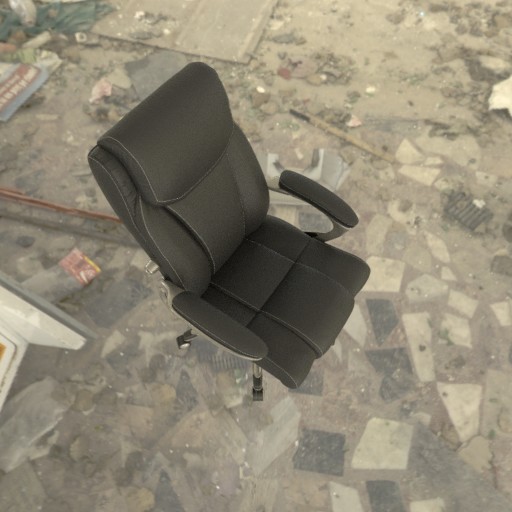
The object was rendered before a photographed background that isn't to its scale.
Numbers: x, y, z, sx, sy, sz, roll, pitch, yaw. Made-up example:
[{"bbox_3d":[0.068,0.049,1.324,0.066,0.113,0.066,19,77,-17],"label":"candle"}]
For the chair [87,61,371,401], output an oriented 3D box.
[{"bbox_3d":[0.000,0.000,1.634,0.784,1.167,0.741,31,64,17],"label":"chair"}]
